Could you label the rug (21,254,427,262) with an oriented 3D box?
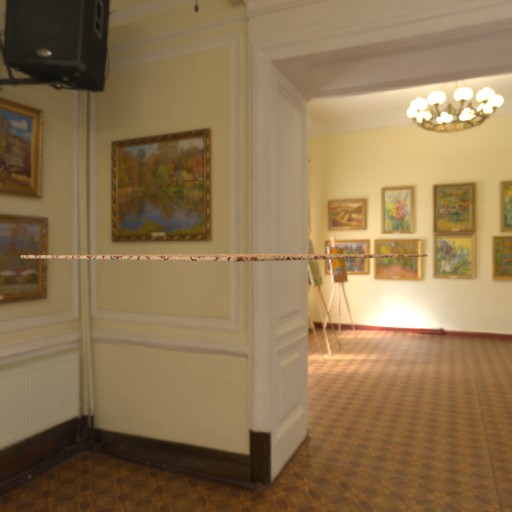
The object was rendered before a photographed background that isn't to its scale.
[{"bbox_3d":[0.000,0.000,2.907,1.541,0.018,2.297,0,1,37],"label":"rug"}]
